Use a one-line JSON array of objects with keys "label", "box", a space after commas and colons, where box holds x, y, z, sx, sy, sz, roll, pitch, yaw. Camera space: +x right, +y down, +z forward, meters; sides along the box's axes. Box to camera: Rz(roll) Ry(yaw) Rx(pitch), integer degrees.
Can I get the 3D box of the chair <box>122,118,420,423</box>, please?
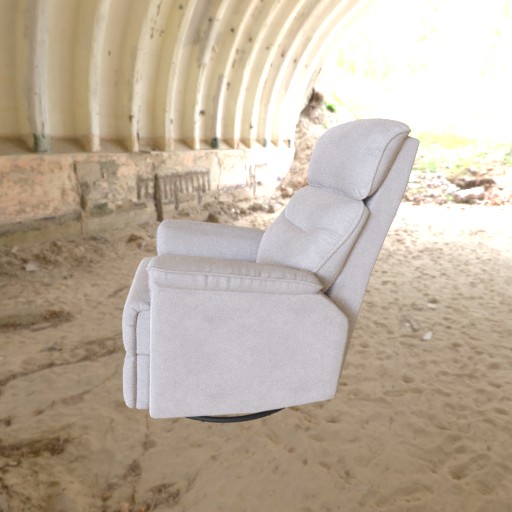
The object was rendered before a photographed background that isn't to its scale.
[{"label": "chair", "box": [0.000, 0.000, 1.744, 1.001, 1.039, 0.820, -2, 14, -9]}]
